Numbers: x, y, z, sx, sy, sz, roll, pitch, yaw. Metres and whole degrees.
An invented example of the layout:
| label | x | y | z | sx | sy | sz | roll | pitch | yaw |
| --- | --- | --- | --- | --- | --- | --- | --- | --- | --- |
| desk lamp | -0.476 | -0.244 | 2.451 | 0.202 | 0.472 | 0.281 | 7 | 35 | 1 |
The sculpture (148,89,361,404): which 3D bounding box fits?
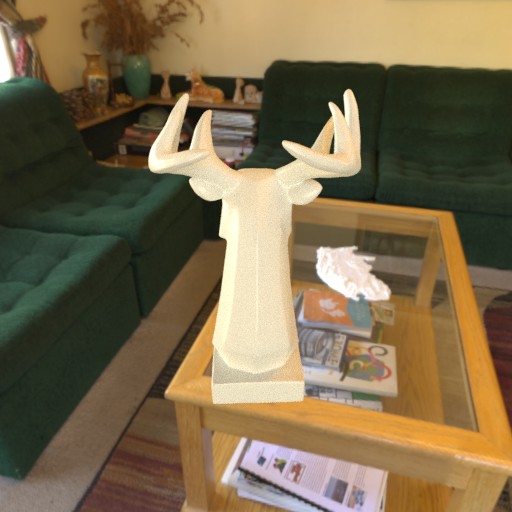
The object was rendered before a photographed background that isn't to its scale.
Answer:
| label | x | y | z | sx | sy | sz | roll | pitch | yaw |
| --- | --- | --- | --- | --- | --- | --- | --- | --- | --- |
| sculpture | 0.000 | 0.000 | 0.460 | 0.174 | 0.329 | 0.224 | -1 | 30 | -2 |
